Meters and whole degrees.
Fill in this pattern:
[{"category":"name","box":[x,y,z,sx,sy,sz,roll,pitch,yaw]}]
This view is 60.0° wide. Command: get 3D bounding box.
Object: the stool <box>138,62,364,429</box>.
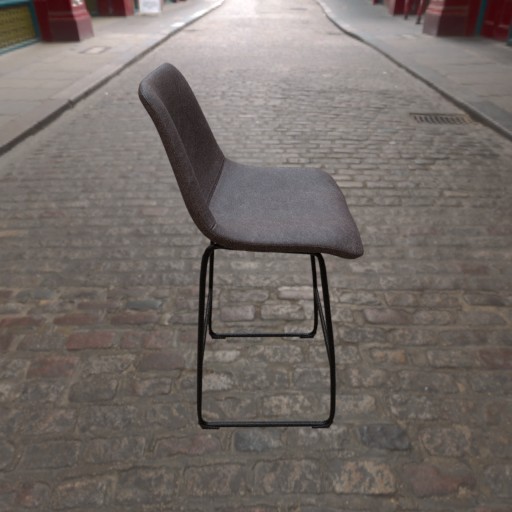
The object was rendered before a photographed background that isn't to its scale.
[{"category":"stool","box":[0.000,0.000,1.393,0.561,1.082,0.514,0,32,0]}]
